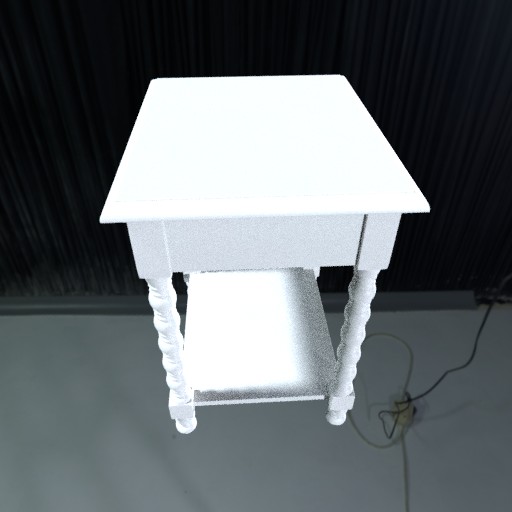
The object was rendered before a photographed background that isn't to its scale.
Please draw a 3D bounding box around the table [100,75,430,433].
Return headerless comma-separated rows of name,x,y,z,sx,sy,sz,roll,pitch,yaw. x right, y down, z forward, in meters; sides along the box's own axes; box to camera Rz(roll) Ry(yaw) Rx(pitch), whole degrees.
table,0.000,0.000,0.844,0.381,0.531,0.460,-2,40,-3
